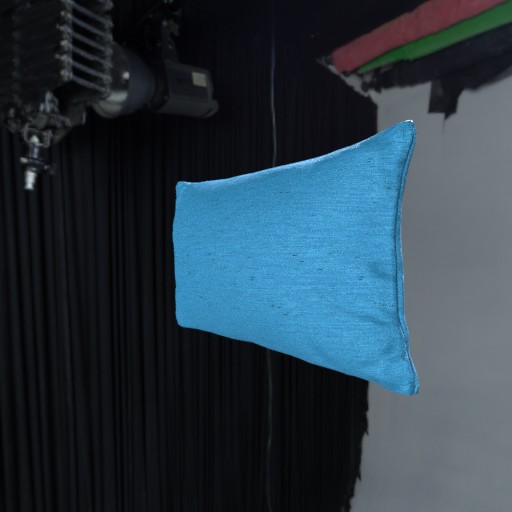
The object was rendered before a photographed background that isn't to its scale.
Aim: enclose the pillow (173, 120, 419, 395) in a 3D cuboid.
[{"bbox_3d":[0.000,0.000,0.786,0.210,0.338,0.633,-1,1,-36],"label":"pillow"}]
